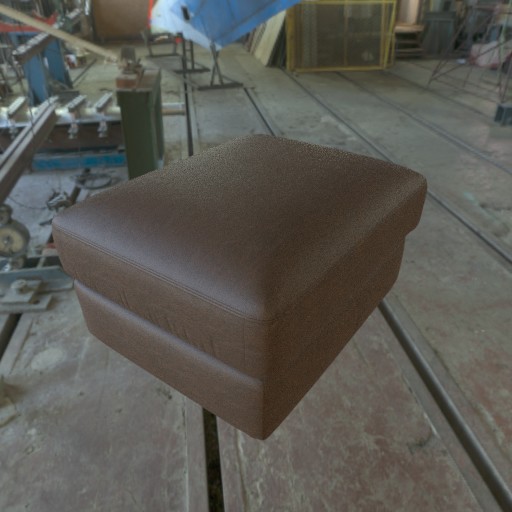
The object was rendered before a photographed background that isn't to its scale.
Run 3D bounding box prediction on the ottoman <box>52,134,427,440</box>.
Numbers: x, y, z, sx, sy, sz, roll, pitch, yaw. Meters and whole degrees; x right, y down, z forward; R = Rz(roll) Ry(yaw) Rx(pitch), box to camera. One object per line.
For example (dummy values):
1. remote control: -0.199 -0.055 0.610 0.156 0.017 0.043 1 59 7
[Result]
1. ottoman: 0.000 0.000 1.195 0.635 0.508 0.787 21 37 30
